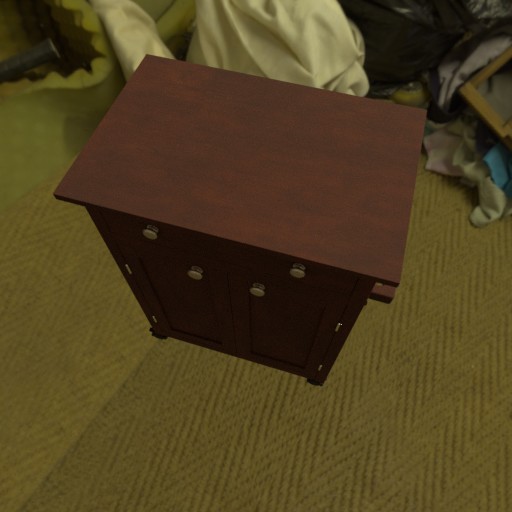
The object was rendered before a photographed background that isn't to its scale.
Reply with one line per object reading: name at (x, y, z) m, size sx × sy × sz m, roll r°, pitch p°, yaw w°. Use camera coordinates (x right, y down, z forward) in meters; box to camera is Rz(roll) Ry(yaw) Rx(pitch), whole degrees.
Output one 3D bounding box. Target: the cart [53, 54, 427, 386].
cart at (0.000, 0.000, 1.281) m, size 0.683 × 0.864 × 0.442 m, roll 15°, pitch 61°, yaw 8°
